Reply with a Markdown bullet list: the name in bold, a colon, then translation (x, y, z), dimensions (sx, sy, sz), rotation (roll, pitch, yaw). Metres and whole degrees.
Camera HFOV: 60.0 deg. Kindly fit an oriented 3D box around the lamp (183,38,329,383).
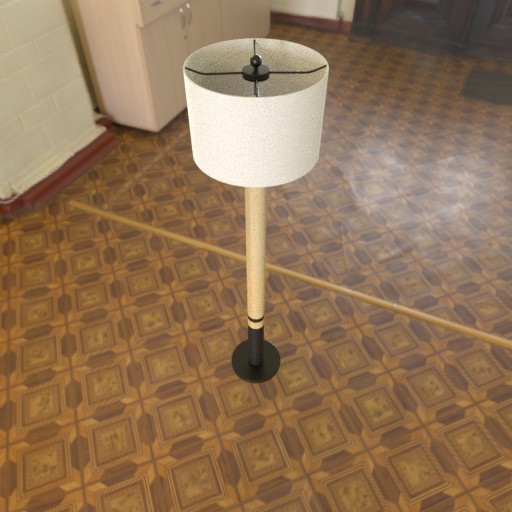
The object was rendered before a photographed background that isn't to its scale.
- **lamp**: translation (0.000, 0.000, 1.672), dimensions (0.381, 1.478, 0.381), rotation (-16, 47, -15)
